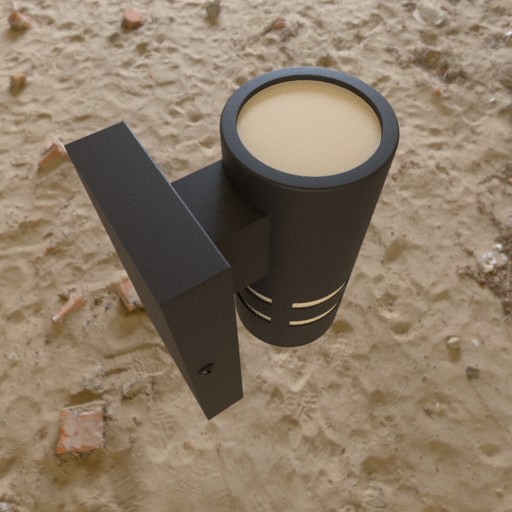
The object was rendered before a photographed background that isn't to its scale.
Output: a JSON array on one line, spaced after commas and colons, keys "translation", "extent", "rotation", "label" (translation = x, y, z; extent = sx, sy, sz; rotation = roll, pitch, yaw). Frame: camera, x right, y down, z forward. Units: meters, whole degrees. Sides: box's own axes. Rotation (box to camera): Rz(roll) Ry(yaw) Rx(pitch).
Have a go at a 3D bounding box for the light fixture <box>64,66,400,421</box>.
[{"translation": [0.000, 0.000, 0.266], "extent": [0.138, 0.179, 0.098], "rotation": [-29, 62, -17], "label": "light fixture"}]
